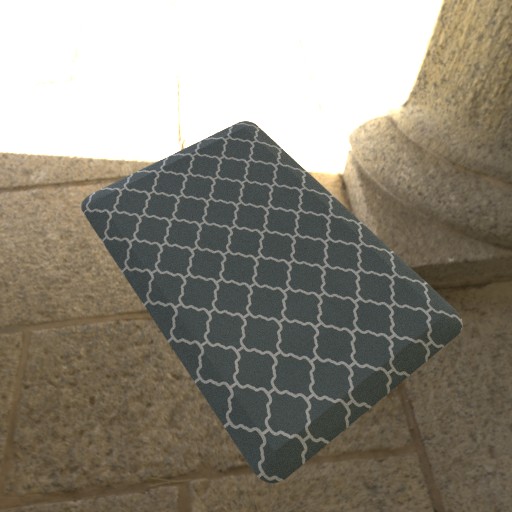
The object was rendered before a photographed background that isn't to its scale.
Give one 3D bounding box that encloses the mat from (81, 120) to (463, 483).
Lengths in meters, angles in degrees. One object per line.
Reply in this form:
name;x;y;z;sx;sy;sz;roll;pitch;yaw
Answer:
mat;0.000;0.000;0.966;0.508;0.021;0.762;-32;63;-19
